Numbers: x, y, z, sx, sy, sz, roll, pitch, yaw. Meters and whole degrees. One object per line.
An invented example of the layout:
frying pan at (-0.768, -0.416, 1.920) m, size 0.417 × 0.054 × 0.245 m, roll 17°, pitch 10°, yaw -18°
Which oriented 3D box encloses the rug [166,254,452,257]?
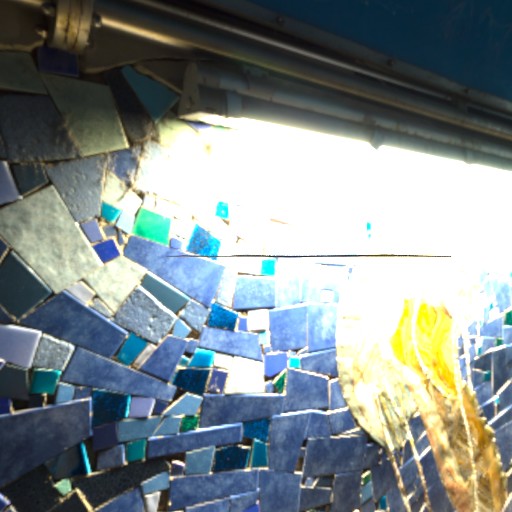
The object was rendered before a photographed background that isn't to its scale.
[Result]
rug at (0.000, 0.000, 2.747) m, size 0.762 × 0.013 × 2.439 m, roll 0°, pitch 0°, yaw -19°
